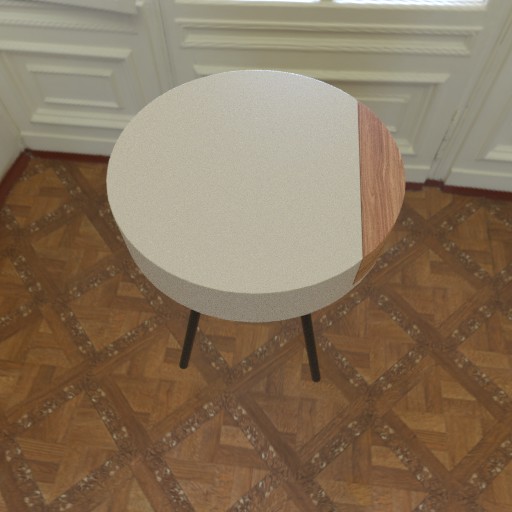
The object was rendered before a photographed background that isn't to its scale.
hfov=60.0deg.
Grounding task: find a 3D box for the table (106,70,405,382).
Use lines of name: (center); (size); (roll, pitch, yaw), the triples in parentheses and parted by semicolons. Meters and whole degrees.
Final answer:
table: (0.000, 0.000, 0.875); (0.450, 0.525, 0.450); (0, 58, 0)
